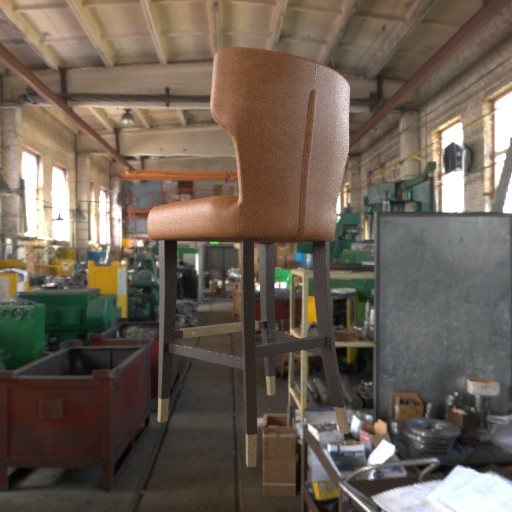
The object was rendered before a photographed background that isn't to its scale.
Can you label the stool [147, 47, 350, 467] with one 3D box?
[{"bbox_3d":[0.000,0.000,1.435,0.526,1.092,0.563,0,0,-37],"label":"stool"}]
